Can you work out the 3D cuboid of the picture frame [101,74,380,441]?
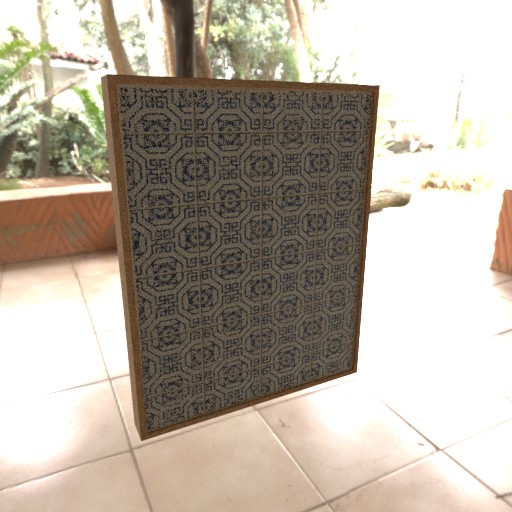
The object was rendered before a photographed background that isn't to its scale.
[{"bbox_3d":[0.000,0.000,0.716,0.421,0.526,0.046,-9,19,-26],"label":"picture frame"}]
